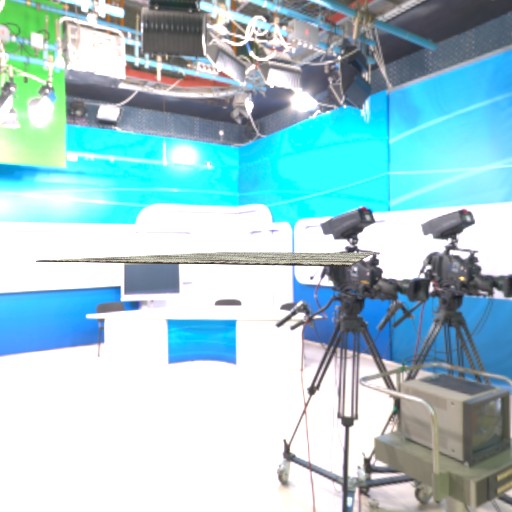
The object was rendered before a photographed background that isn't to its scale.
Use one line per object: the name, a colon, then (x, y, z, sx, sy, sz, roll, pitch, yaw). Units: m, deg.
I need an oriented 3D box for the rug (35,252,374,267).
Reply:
rug: (0.000, 0.000, 3.107, 1.517, 0.011, 2.435, 0, 2, 17)
